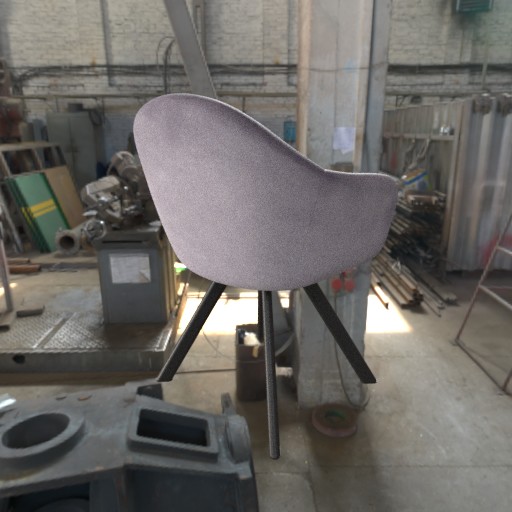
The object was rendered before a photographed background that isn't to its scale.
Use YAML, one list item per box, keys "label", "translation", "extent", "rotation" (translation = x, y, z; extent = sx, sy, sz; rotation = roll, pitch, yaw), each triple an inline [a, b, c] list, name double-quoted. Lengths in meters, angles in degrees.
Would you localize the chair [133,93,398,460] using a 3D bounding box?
- label: "chair"
  translation: [0.000, 0.000, 1.165]
  extent: [0.570, 0.780, 0.540]
  rotation: [15, 22, 42]
